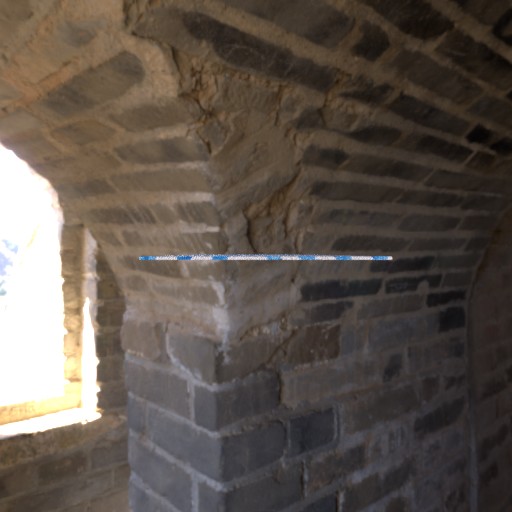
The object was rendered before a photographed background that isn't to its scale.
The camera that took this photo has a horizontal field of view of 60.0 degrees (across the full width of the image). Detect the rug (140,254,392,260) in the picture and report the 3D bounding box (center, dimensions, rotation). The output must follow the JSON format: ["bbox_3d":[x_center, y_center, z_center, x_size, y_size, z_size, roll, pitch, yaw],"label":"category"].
[{"bbox_3d":[0.000,0.000,1.622,0.503,0.007,1.492,0,0,-2],"label":"rug"}]
